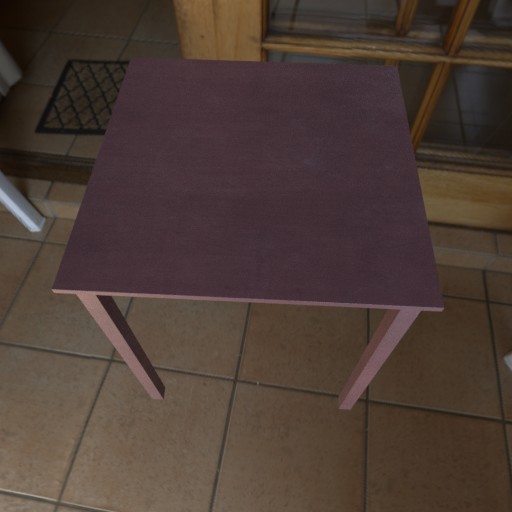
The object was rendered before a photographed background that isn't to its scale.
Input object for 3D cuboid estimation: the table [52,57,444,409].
[{"bbox_3d":[0.000,0.000,1.618,0.861,0.991,0.861,3,57,2],"label":"table"}]
